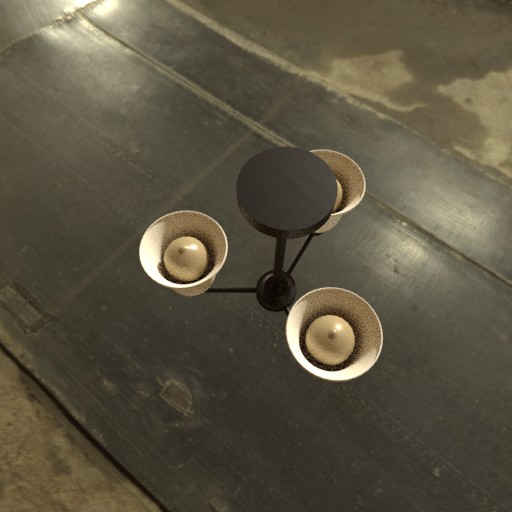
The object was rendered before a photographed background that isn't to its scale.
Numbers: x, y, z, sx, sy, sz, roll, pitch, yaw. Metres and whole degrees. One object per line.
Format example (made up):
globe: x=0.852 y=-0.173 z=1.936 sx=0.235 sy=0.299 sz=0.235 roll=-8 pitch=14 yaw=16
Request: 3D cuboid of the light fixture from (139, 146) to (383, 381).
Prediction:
light fixture: x=0.000 y=0.000 z=0.691 sx=0.354 sy=0.370 sz=0.388 roll=1 pitch=63 yaw=0
